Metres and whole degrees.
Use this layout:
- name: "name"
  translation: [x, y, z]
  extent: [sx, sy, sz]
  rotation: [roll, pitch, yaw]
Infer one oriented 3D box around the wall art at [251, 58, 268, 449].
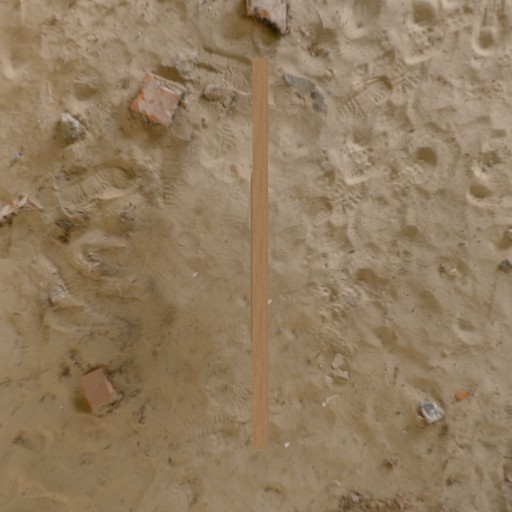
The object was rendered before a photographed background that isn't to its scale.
- name: "wall art"
  translation: [0.000, 0.000, 1.879]
  extent: [0.040, 1.510, 0.991]
  rotation: [0, 89, -1]
